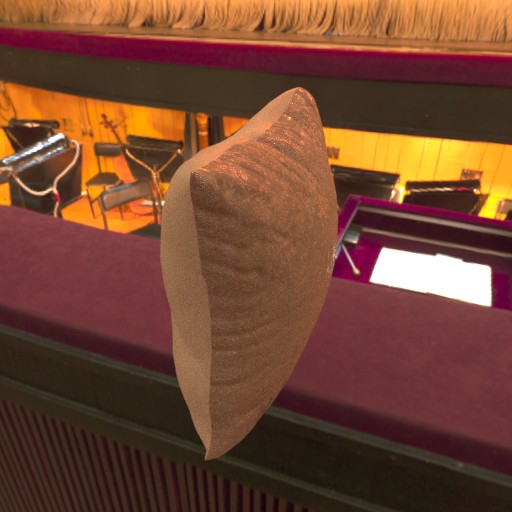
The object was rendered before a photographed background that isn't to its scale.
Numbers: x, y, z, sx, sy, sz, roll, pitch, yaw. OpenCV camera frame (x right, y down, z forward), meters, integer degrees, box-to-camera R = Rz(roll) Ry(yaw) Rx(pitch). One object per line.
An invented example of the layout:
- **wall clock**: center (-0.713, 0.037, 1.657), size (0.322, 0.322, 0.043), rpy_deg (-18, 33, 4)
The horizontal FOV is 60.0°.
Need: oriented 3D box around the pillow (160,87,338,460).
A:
- **pillow**: center (0.000, 0.000, 0.717), size (0.245, 0.448, 0.450), rpy_deg (11, 33, 18)
